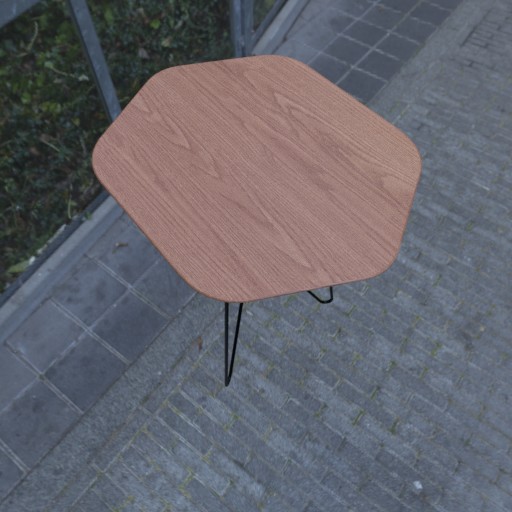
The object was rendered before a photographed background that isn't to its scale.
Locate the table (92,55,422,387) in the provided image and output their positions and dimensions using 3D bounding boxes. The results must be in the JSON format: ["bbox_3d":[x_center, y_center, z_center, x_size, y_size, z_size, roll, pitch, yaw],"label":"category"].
[{"bbox_3d":[0.000,0.000,0.881,0.400,0.562,0.500,-35,65,-20],"label":"table"}]
